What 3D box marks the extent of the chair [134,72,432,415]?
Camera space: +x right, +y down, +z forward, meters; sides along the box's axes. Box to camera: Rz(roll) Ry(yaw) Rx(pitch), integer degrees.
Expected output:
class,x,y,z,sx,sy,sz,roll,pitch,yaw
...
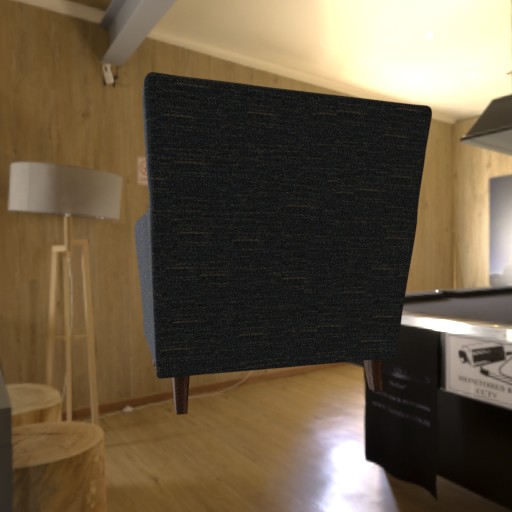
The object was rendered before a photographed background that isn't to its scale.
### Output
class,x,y,z,sx,sy,sz,roll,pitch,yaw
chair,0.000,0.000,1.635,0.864,0.928,0.873,0,1,-18
